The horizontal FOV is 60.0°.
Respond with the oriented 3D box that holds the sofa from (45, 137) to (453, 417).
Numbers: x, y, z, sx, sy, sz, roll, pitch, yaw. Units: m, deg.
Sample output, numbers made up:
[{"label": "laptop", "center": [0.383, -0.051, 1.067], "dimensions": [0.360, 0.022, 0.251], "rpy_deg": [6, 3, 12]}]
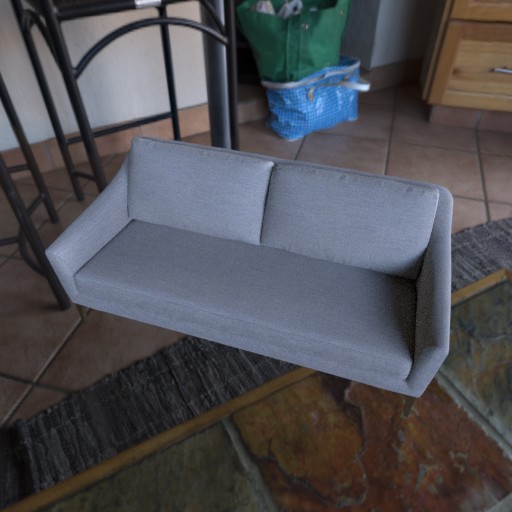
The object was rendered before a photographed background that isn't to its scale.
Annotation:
[{"label": "sofa", "center": [0.000, 0.000, 2.520], "dimensions": [2.036, 0.913, 0.980], "rpy_deg": [13, 43, 14]}]
